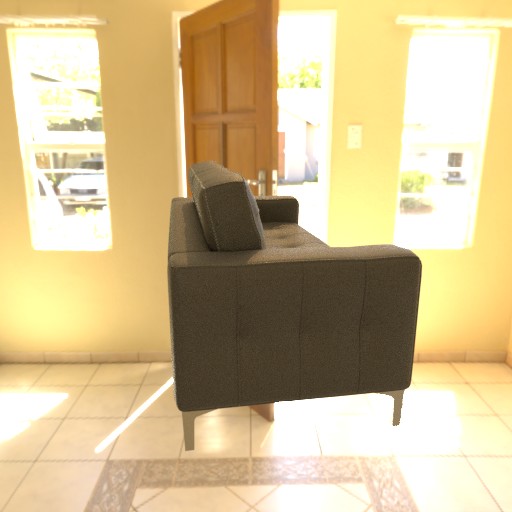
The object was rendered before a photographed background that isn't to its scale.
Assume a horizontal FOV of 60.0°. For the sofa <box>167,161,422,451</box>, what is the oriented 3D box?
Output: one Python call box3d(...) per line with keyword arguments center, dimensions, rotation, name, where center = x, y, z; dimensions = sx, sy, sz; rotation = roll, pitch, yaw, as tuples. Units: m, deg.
box3d(center=(0.000, 0.000, 2.215), dimensions=(0.833, 0.892, 1.726), rotation=(-3, 15, -10), name="sofa")
